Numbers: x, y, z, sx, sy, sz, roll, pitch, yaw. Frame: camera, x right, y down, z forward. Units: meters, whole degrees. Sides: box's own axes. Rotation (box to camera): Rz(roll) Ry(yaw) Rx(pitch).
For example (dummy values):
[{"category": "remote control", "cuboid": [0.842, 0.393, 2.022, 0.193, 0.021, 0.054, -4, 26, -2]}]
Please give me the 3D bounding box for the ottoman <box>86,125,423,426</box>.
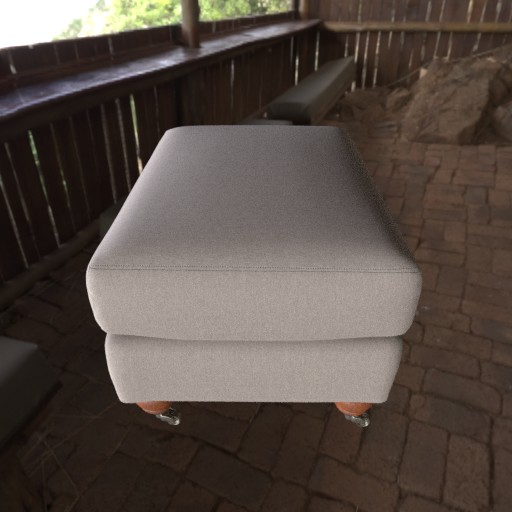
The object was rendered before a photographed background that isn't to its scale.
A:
[{"category": "ottoman", "cuboid": [0.000, 0.000, 1.125, 0.574, 0.497, 0.773, 0, 33, 1]}]
